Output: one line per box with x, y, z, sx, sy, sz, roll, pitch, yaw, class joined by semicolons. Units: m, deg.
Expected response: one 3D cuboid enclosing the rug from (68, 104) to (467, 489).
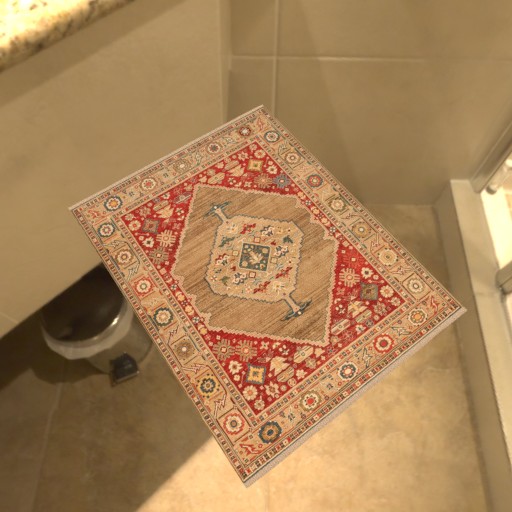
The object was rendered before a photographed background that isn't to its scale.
0.000;0.000;4.256;2.451;0.008;3.143;-33;68;-15;rug
